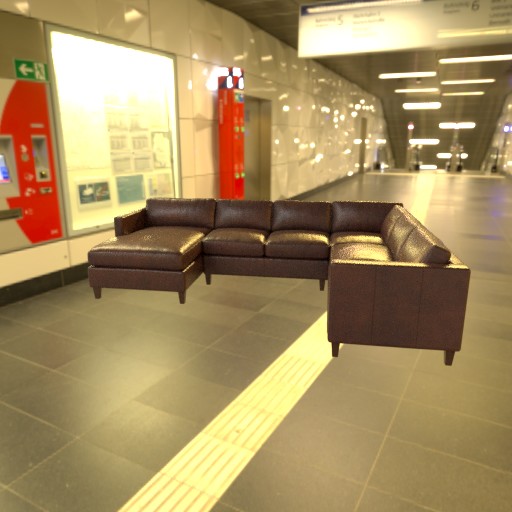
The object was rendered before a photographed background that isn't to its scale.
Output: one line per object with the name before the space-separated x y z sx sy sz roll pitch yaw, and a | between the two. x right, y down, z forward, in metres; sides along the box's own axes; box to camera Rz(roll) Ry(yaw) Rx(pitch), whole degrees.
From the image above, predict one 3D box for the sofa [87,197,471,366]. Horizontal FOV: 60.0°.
sofa | 0.000 0.000 4.462 3.324 0.891 2.452 2 15 9
